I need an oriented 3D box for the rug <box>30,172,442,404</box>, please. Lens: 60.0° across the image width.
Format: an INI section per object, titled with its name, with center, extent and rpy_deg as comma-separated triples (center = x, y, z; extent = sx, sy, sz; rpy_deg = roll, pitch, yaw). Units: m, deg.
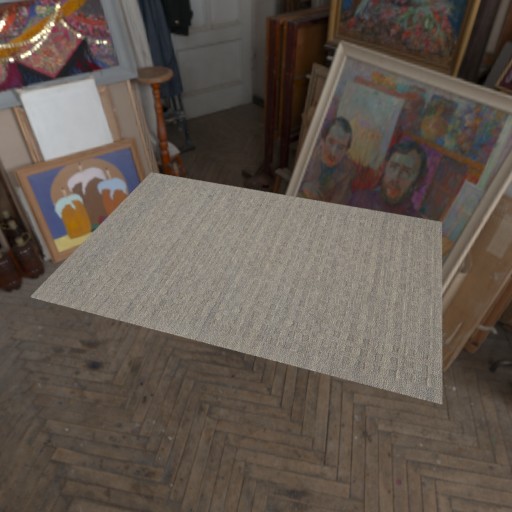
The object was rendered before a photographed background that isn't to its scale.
[rug]
center = 0.000, 0.000, 2.193
extent = 1.752, 0.006, 1.142
rpy_deg = 12, 42, 13
